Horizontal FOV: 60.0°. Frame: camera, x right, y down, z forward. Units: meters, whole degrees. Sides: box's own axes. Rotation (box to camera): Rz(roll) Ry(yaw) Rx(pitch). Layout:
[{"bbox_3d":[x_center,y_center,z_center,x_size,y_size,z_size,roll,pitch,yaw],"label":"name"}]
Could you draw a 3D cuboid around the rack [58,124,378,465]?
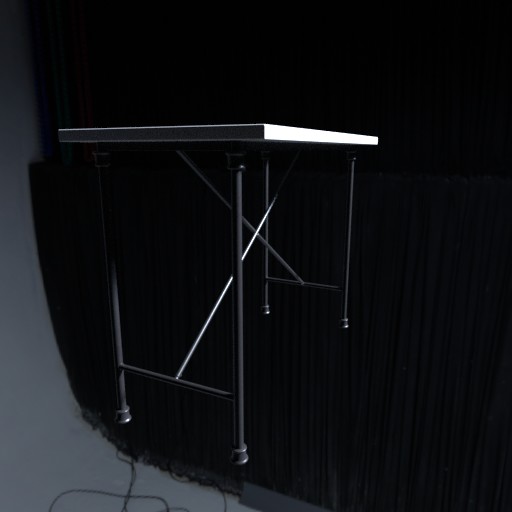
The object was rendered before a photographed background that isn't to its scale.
[{"bbox_3d":[0.000,0.000,1.663,0.613,0.880,1.159,7,15,25],"label":"rack"}]
